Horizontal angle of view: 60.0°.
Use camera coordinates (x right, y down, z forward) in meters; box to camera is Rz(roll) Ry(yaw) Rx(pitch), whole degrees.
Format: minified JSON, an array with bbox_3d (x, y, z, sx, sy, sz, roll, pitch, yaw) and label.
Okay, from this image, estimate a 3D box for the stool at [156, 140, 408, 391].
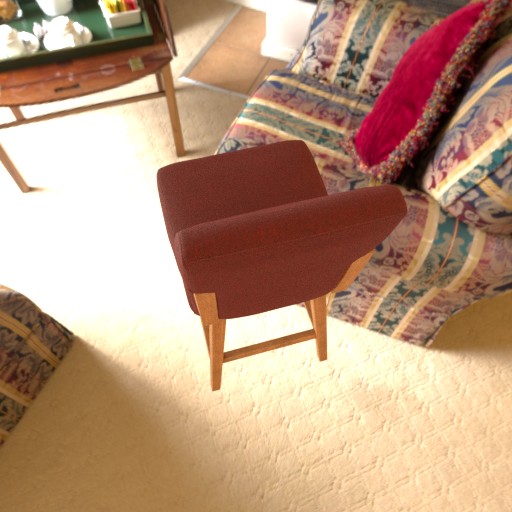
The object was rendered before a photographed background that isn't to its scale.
[{"bbox_3d":[0.000,0.000,1.303,0.468,1.038,0.562,-13,59,-8],"label":"stool"}]
